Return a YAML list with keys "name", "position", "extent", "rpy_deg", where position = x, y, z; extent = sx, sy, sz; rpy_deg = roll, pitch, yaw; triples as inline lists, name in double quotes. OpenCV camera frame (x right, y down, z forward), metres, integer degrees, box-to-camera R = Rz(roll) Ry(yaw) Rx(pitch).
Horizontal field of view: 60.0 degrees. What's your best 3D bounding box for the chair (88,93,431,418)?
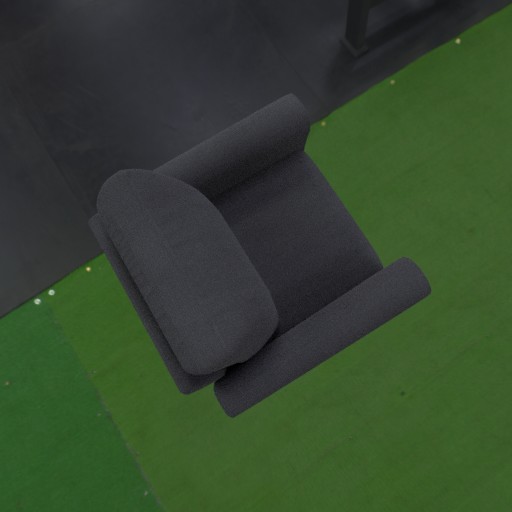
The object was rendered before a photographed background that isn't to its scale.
- name: "chair"
  position: [0.000, 0.000, 1.601]
  extent: [0.828, 0.942, 0.867]
  rpy_deg: [-31, 78, -7]
